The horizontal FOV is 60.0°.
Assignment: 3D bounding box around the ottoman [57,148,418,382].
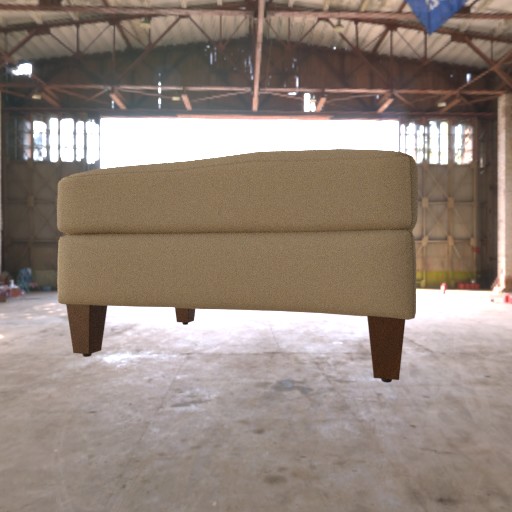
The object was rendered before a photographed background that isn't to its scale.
[{"bbox_3d":[0.000,0.000,1.208,0.818,0.485,0.634,0,0,18],"label":"ottoman"}]
